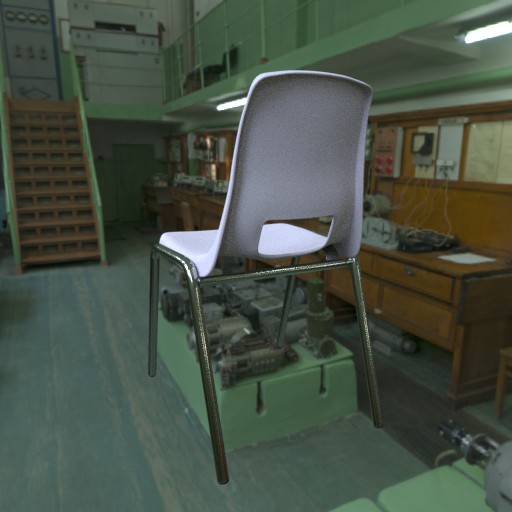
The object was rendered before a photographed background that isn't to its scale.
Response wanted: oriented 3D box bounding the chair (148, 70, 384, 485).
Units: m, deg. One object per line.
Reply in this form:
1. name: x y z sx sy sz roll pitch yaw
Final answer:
1. chair: 0.000 0.000 0.917 0.381 0.653 0.436 -7 15 -26
